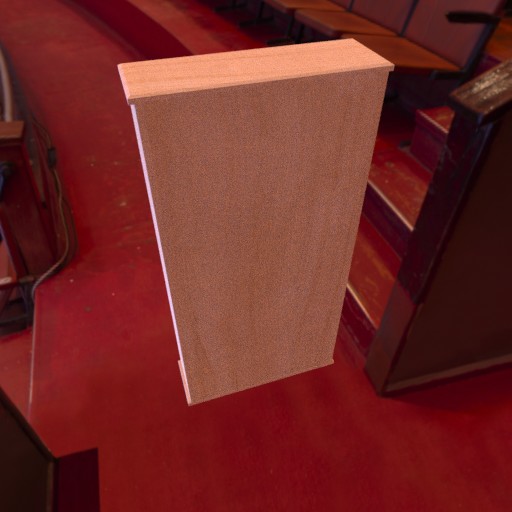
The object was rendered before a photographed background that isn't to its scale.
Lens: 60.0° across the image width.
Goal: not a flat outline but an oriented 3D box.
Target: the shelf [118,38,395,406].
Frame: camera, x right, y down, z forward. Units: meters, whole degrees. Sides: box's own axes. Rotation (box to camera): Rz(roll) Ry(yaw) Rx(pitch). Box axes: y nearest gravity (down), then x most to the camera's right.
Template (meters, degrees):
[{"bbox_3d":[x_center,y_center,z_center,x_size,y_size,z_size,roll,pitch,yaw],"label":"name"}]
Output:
[{"bbox_3d":[0.000,0.000,1.221,0.520,1.030,0.175,-13,44,-13],"label":"shelf"}]
